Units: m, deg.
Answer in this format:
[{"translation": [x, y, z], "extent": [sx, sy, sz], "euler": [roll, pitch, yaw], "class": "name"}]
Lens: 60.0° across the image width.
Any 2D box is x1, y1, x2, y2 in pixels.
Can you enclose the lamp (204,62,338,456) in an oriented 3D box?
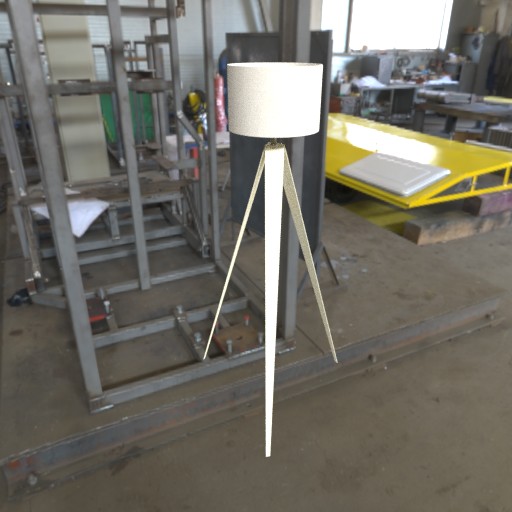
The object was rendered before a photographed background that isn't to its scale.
[{"translation": [0.000, 0.000, 1.923], "extent": [0.716, 1.524, 0.724], "euler": [8, 27, 17], "class": "lamp"}]
